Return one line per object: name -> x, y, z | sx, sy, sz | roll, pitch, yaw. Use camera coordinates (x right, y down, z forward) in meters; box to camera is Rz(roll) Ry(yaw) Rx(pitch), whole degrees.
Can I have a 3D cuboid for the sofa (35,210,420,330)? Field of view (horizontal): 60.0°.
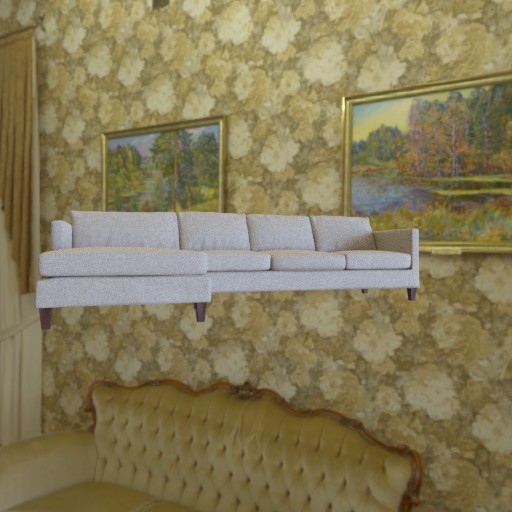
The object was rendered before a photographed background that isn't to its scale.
sofa -> 0.000, 0.000, 3.780 | 3.186, 0.846, 1.625 | 0, 0, -18
